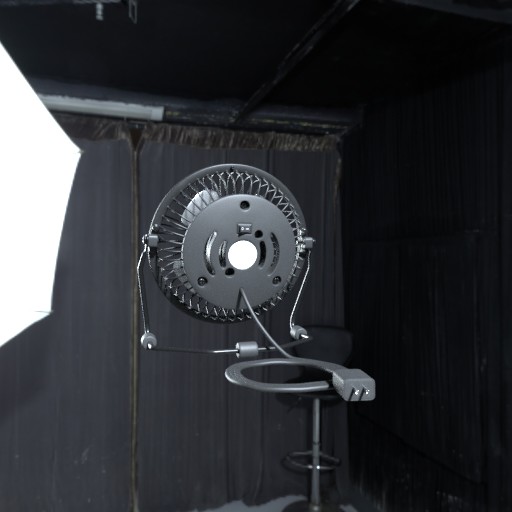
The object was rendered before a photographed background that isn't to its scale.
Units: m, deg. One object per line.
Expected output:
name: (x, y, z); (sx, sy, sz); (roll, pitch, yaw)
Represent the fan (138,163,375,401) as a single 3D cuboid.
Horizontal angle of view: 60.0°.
fan: (0.000, 0.000, 0.311); (0.153, 0.152, 0.202); (0, -1, -18)
